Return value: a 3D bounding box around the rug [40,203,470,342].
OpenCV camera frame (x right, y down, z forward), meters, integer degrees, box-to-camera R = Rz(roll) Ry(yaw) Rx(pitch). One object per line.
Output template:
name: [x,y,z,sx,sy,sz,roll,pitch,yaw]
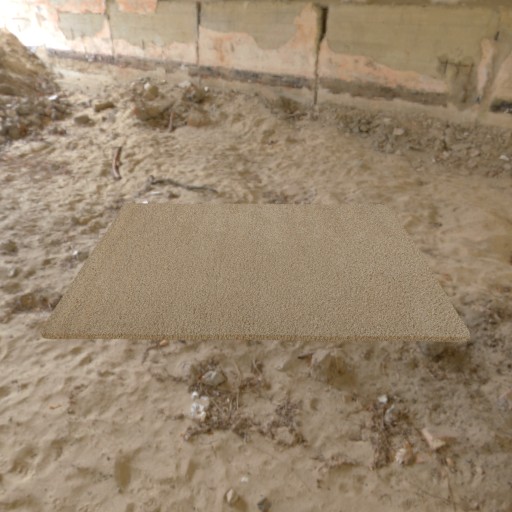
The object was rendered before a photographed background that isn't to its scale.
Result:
rug: [0.000,0.000,2.144,1.600,0.025,1.199,0,30,1]
